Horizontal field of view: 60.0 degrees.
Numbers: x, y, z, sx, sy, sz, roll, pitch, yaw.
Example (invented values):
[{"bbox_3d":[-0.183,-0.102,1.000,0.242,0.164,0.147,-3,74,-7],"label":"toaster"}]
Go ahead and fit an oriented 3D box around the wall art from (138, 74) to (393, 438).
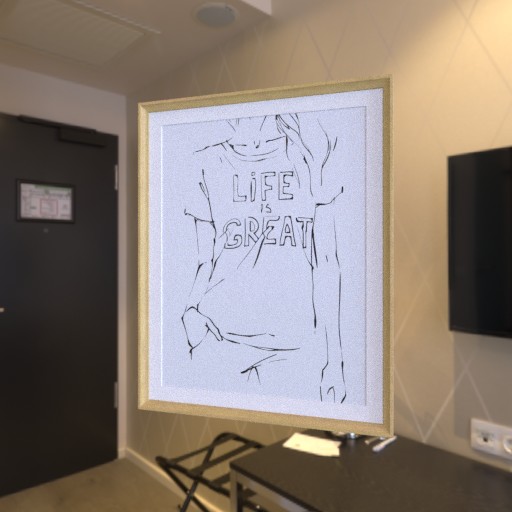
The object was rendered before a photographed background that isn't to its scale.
[{"bbox_3d":[0.000,0.000,1.349,0.798,1.002,0.030,0,0,17],"label":"wall art"}]
